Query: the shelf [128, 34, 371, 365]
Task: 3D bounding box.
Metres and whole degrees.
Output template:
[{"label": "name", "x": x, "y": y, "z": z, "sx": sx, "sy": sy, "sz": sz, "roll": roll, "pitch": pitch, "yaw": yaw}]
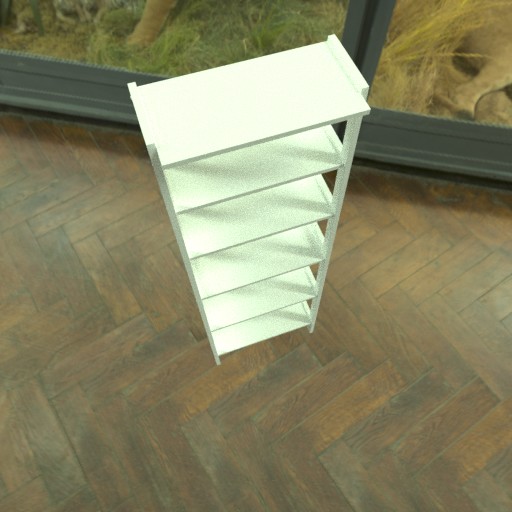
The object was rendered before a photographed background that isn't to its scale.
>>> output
[{"label": "shelf", "x": 0.000, "y": 0.000, "z": 2.086, "sx": 0.660, "sy": 1.892, "sz": 0.381, "roll": -17, "pitch": 64, "yaw": -9}]
